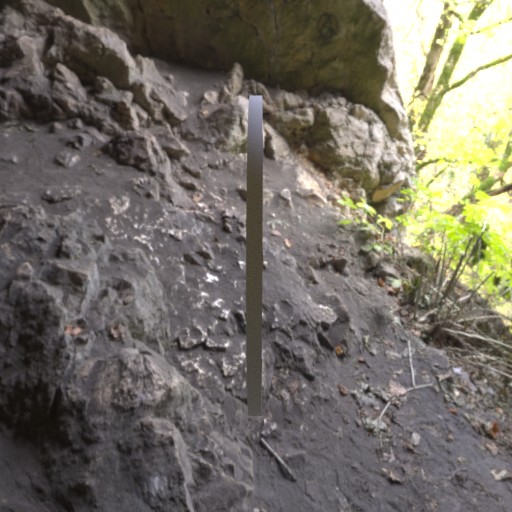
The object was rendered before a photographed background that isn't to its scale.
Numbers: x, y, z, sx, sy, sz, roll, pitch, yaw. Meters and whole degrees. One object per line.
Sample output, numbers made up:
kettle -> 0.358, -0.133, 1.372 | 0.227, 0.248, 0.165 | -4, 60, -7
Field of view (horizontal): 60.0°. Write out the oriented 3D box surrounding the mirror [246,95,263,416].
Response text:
mirror -> 0.000, 0.000, 1.345 | 0.038, 0.914, 0.914 | 0, 32, 0
